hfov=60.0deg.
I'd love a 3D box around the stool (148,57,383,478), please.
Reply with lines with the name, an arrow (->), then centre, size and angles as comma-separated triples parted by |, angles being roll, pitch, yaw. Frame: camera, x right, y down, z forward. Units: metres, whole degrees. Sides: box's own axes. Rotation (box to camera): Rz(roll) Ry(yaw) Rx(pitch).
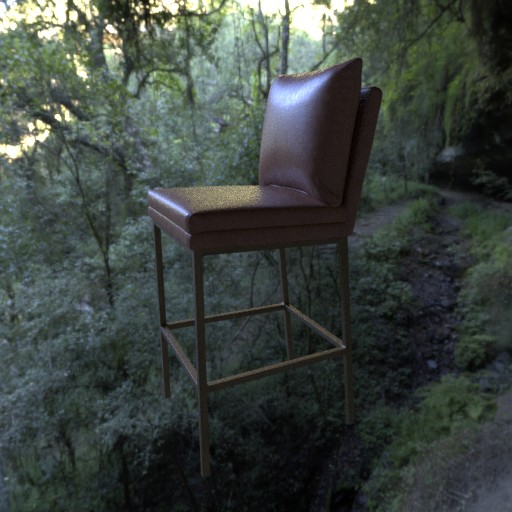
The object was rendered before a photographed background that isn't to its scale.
stool -> 0.000, 0.000, 1.400 | 0.571, 1.124, 0.463 | -8, 18, -24
